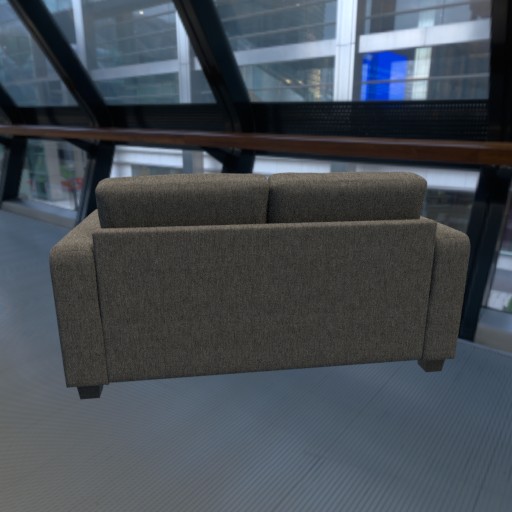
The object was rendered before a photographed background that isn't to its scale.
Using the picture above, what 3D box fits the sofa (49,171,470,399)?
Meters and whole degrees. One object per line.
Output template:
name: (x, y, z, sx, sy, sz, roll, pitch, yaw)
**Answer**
sofa: (0.000, 0.000, 2.003, 1.520, 0.800, 0.900, -2, 16, -8)
